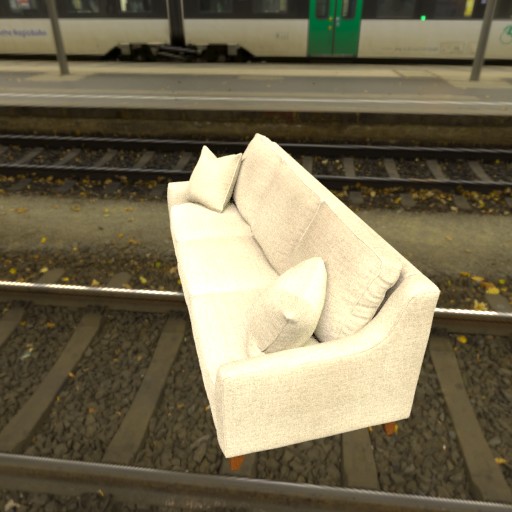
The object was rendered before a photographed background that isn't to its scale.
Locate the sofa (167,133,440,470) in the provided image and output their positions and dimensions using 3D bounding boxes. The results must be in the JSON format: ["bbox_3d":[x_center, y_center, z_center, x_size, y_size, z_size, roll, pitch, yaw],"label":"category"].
[{"bbox_3d":[0.000,0.000,2.523,0.865,0.914,2.031,-8,31,-13],"label":"sofa"}]
